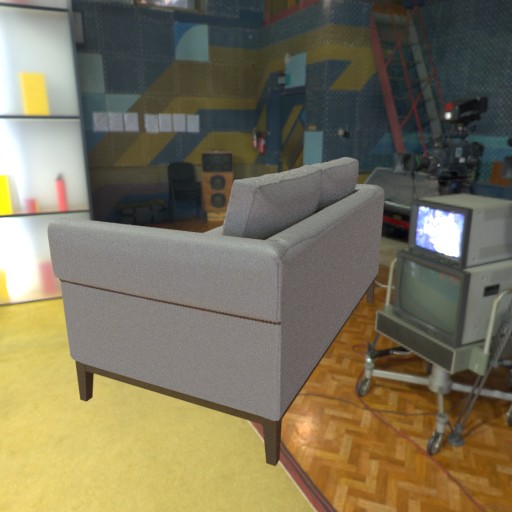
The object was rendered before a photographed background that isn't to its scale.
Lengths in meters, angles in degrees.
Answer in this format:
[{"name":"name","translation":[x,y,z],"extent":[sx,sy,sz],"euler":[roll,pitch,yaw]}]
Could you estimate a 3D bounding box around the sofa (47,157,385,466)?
[{"name":"sofa","translation":[0.000,0.000,2.111],"extent":[0.899,0.873,1.598],"euler":[7,18,24]}]
